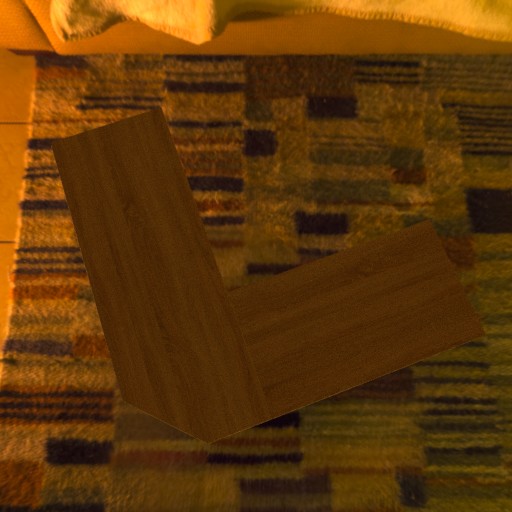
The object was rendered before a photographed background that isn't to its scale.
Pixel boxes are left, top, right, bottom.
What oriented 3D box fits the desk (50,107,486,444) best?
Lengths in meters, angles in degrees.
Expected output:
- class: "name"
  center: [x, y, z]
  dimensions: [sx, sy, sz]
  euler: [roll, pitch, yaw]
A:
- class: "desk"
  center: [0.000, 0.000, 2.163]
  dimensions: [1.379, 0.739, 1.379]
  euler: [-20, 76, -5]
